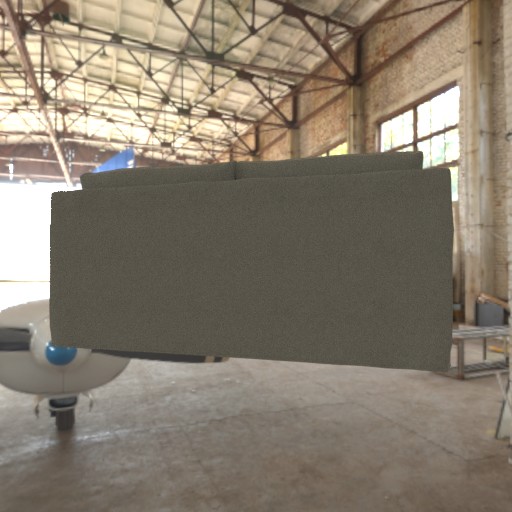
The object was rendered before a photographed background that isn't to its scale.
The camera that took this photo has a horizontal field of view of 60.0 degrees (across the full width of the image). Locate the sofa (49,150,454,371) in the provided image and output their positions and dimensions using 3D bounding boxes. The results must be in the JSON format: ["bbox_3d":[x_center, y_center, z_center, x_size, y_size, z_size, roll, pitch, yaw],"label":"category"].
[{"bbox_3d":[0.000,0.000,2.206,1.727,0.830,0.944,0,-1,17],"label":"sofa"}]
